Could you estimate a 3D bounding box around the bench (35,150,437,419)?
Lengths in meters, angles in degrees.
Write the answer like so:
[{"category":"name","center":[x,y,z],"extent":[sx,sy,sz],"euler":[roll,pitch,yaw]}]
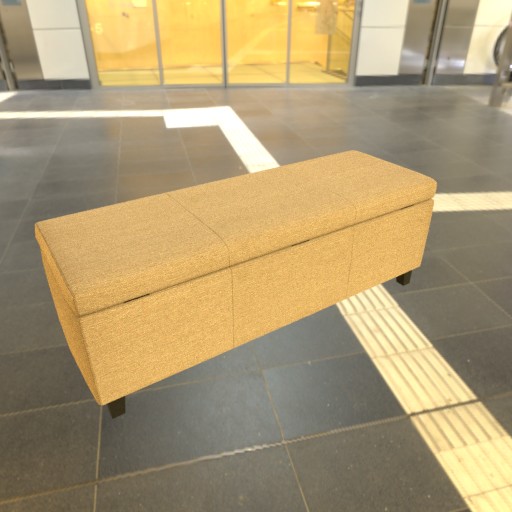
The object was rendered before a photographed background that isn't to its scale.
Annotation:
[{"category":"bench","center":[0.000,0.000,1.509],"extent":[1.269,0.438,0.446],"euler":[-19,35,-28]}]
